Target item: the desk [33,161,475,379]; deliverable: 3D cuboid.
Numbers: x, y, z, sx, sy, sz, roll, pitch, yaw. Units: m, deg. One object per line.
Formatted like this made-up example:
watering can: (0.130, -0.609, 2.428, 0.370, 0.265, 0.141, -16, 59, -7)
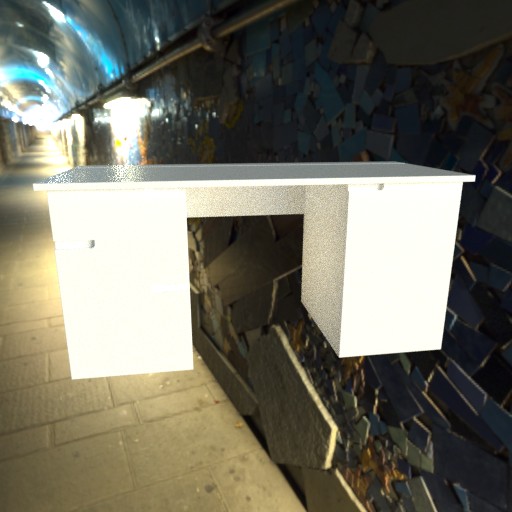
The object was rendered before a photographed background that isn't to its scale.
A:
desk: (0.000, 0.000, 1.987, 1.580, 0.760, 0.670, -3, 17, -9)
